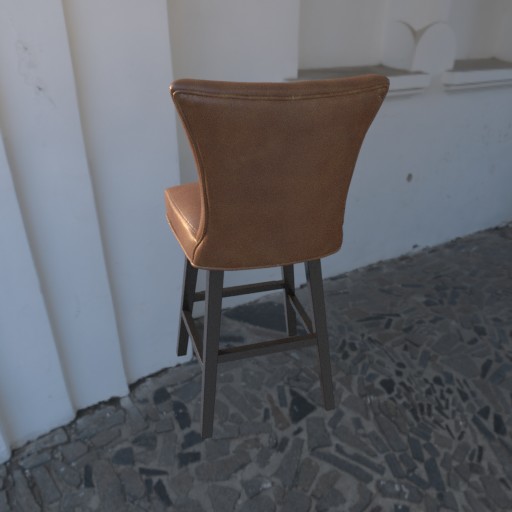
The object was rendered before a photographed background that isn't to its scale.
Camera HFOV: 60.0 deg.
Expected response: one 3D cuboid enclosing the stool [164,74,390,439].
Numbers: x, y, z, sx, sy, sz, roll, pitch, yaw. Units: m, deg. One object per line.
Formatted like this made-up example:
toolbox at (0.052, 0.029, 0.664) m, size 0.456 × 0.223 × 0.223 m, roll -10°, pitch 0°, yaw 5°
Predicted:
stool at (0.000, 0.000, 1.410) m, size 0.522 × 1.094 × 0.585 m, roll -7°, pitch 27°, yaw -14°
